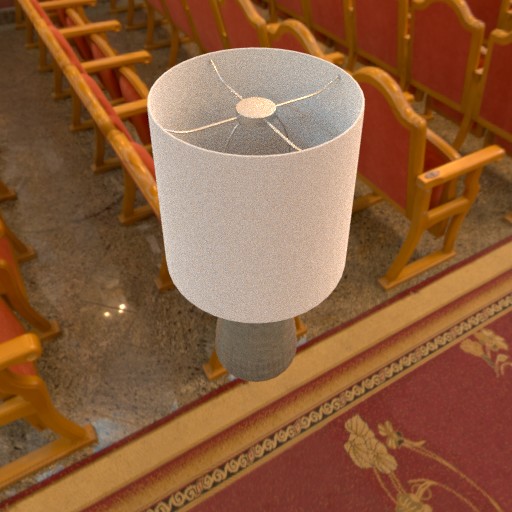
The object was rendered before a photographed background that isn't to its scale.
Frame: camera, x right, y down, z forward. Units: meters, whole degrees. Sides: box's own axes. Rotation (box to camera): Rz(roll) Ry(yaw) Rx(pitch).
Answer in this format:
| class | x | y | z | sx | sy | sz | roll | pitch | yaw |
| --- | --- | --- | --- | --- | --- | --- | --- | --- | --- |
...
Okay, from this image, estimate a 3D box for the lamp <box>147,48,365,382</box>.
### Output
| class | x | y | z | sx | sy | sz | roll | pitch | yaw |
| --- | --- | --- | --- | --- | --- | --- | --- | --- | --- |
| lamp | 0.000 | 0.000 | 0.474 | 0.186 | 0.369 | 0.186 | 0 | 48 | 0 |
